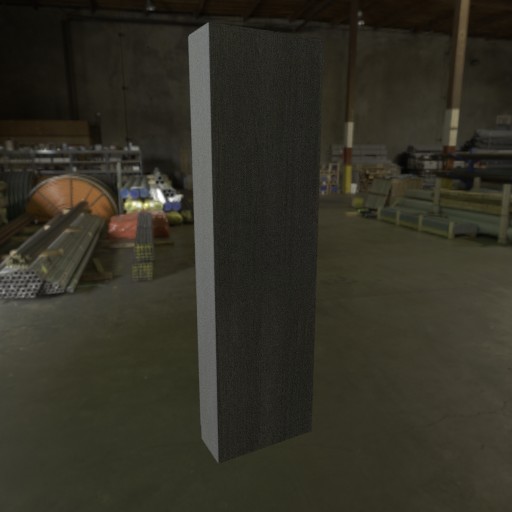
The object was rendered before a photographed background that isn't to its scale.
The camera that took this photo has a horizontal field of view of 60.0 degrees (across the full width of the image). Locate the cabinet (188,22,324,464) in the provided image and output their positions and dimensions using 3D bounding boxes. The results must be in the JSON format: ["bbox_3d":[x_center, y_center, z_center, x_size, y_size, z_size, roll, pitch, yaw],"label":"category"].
[{"bbox_3d":[0.000,0.000,1.975,0.500,1.790,0.230,-7,15,-27],"label":"cabinet"}]
